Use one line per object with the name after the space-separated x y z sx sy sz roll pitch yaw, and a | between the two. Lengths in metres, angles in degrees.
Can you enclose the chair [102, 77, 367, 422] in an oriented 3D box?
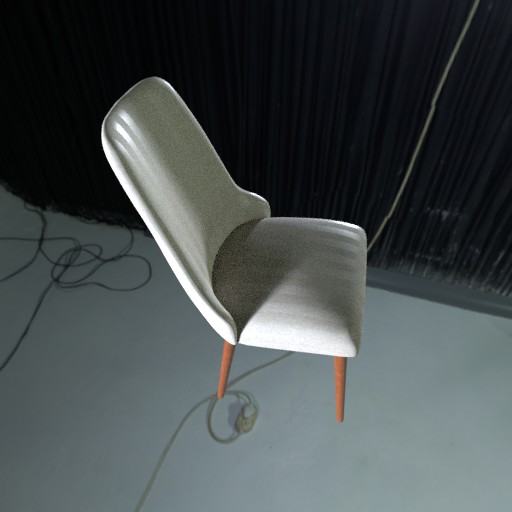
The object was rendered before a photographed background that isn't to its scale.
0.000 0.000 1.328 0.684 0.917 0.526 9 47 8 | chair
